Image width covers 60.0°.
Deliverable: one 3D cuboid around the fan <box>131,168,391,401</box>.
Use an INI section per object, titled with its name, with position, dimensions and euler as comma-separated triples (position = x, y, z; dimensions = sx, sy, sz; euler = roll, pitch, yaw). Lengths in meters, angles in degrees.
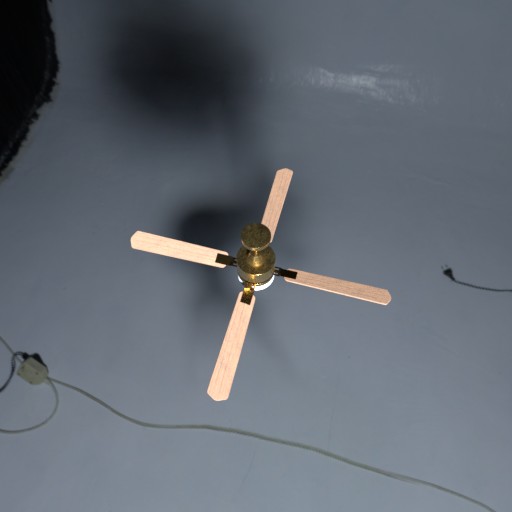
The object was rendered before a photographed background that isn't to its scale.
[fan]
position = 0.000, 0.000, 2.088
dimensions = 1.320, 0.355, 1.320
euler = 13, 60, 7
